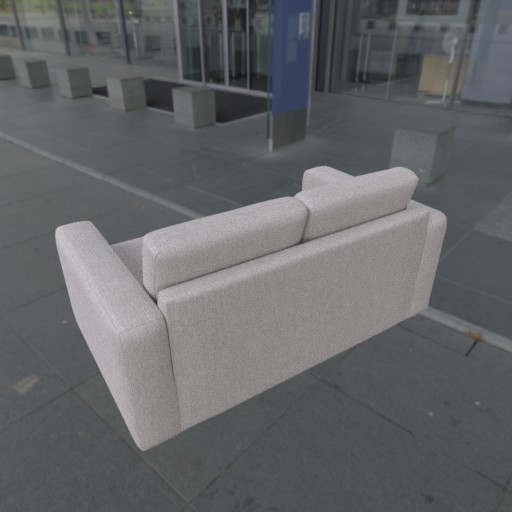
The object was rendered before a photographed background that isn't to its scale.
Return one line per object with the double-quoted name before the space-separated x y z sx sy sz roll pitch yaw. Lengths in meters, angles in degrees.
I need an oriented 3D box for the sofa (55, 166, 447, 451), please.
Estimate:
"sofa" 0.000 0.000 2.039 1.540 0.800 0.900 -18 34 -28
